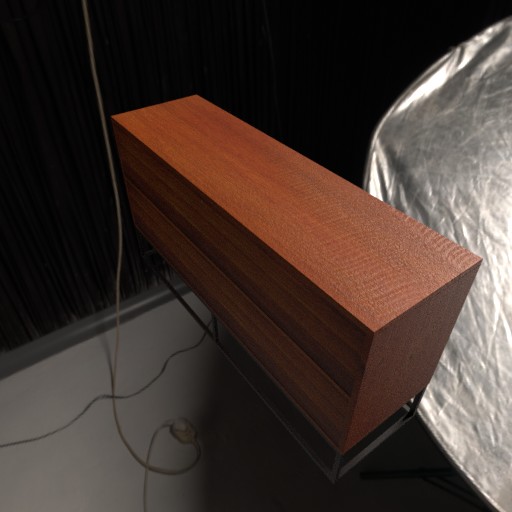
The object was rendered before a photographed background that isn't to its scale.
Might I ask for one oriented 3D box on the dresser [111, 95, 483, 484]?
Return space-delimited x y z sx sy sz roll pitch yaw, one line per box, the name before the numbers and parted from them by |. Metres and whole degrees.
dresser | 0.000 0.000 1.855 0.464 0.810 1.536 -26 46 -27
